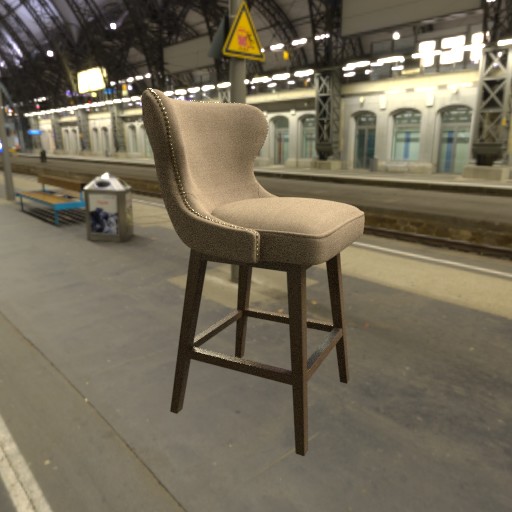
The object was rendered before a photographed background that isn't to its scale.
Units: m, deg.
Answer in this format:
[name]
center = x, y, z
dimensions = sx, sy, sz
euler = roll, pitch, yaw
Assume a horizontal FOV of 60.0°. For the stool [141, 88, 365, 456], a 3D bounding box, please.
[stool]
center = 0.000, 0.000, 1.406
dimensions = 0.597, 0.972, 0.615
euler = 7, 16, 26
